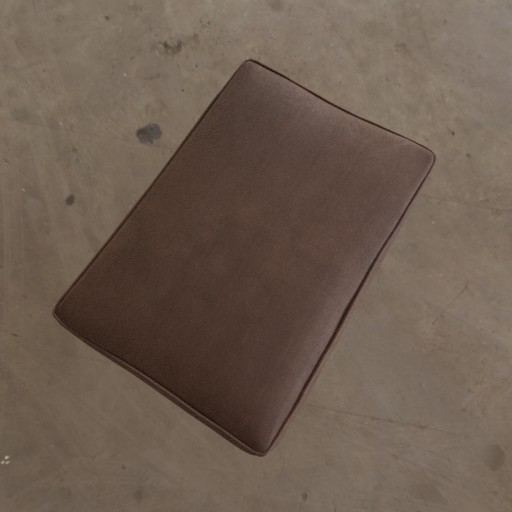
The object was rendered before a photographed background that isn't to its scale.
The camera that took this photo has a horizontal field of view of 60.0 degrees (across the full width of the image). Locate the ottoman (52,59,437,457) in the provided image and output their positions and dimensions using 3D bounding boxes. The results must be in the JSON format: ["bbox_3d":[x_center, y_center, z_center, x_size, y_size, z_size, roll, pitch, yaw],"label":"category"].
[{"bbox_3d":[0.000,0.000,1.242,0.596,0.481,0.860,31,75,9],"label":"ottoman"}]
